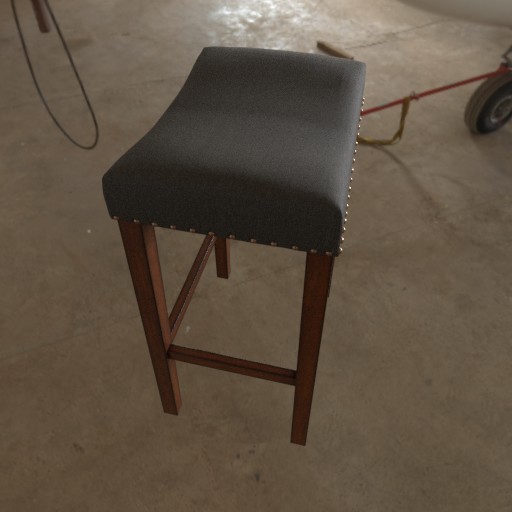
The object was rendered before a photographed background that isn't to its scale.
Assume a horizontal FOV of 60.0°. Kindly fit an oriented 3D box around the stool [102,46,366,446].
[{"bbox_3d":[0.000,0.000,1.005,0.366,0.748,0.502,10,47,9],"label":"stool"}]
